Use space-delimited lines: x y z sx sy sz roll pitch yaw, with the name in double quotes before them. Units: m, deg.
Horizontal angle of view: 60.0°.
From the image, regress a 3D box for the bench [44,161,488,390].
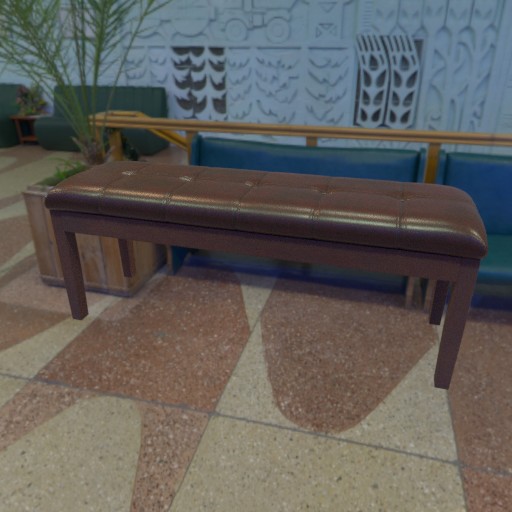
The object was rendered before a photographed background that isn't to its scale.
"bench" 0.000 0.000 1.442 1.259 0.491 0.401 7 27 15
